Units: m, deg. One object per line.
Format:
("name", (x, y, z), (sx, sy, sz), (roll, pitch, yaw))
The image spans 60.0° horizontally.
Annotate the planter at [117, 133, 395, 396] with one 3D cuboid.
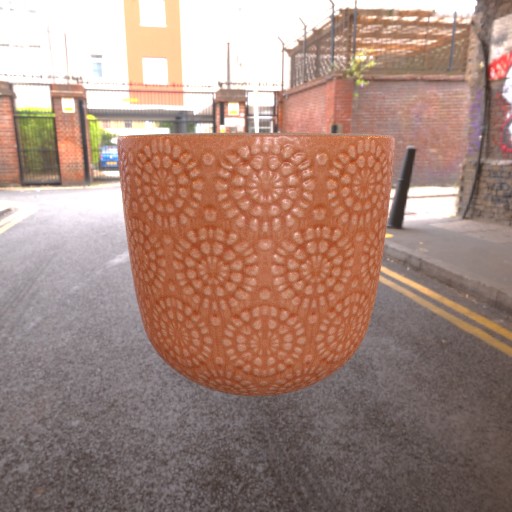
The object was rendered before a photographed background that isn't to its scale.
("planter", (0.000, 0.000, 0.367), (0.208, 0.190, 0.208), (0, 14, 0))
